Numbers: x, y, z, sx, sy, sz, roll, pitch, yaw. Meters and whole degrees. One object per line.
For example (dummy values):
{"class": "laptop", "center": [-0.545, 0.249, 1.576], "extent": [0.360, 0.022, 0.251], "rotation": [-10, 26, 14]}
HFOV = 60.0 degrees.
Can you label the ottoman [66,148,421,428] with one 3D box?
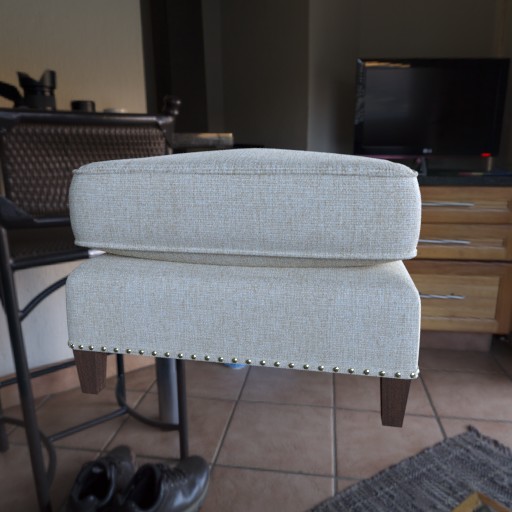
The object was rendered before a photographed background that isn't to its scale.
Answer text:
{"class": "ottoman", "center": [0.000, 0.000, 1.136], "extent": [0.738, 0.537, 0.589], "rotation": [2, 13, 11]}
